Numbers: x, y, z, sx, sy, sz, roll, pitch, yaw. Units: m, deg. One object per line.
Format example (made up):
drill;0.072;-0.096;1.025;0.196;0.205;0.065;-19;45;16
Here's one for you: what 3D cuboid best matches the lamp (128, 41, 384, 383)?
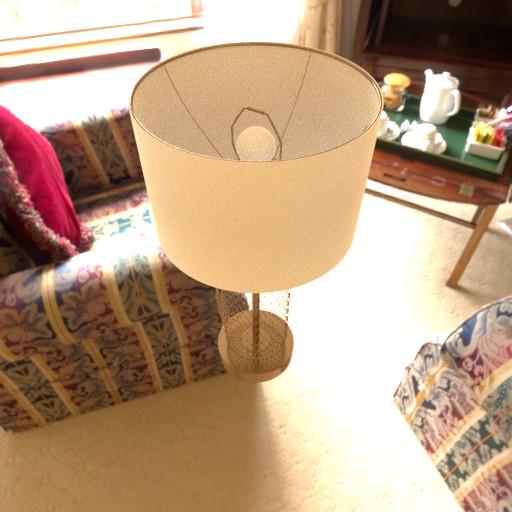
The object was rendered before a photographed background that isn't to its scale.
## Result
lamp;0.000;0.000;0.620;0.252;0.483;0.252;24;51;22
